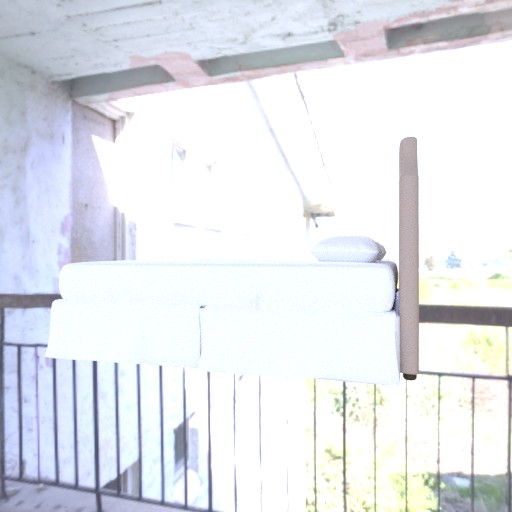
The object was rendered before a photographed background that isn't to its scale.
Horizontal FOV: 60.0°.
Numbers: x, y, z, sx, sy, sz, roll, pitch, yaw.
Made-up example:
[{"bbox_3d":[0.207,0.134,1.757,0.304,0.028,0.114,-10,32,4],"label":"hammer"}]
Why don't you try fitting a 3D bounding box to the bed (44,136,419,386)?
[{"bbox_3d":[0.000,0.000,4.117,2.773,1.590,2.350,0,0,18],"label":"bed"}]
